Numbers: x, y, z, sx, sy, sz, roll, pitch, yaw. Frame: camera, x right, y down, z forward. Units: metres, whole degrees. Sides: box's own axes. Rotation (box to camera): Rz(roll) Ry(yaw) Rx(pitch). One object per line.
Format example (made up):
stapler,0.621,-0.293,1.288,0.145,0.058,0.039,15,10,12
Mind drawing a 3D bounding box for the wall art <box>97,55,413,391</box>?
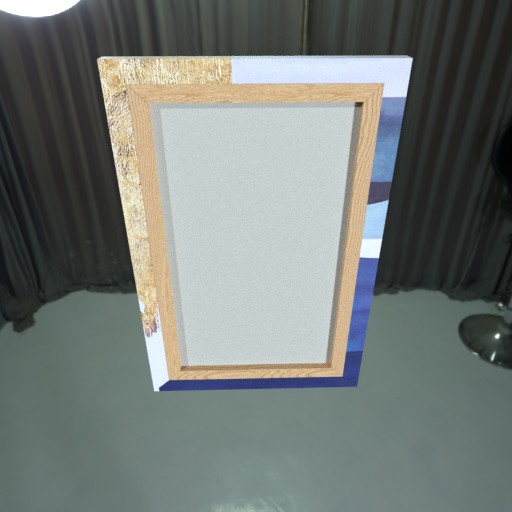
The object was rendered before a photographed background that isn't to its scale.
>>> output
wall art,0.000,0.000,1.105,0.607,0.911,0.039,-1,31,-2
